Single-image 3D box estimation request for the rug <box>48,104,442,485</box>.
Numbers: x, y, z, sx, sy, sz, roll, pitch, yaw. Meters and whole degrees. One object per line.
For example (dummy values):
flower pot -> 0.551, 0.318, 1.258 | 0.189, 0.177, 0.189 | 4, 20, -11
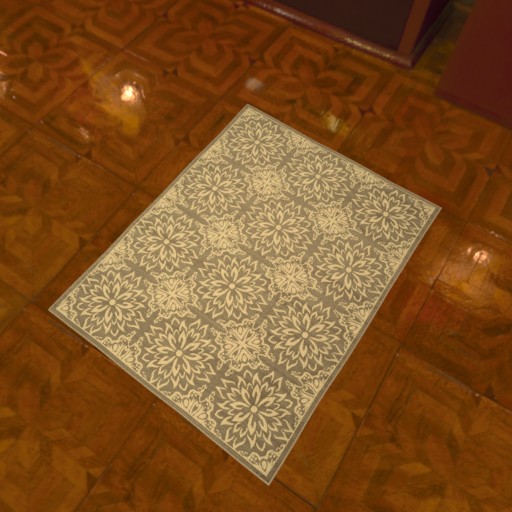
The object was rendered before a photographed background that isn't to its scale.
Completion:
rug -> 0.000, 0.000, 4.122 | 2.363, 0.012, 2.980 | 33, 68, 15
